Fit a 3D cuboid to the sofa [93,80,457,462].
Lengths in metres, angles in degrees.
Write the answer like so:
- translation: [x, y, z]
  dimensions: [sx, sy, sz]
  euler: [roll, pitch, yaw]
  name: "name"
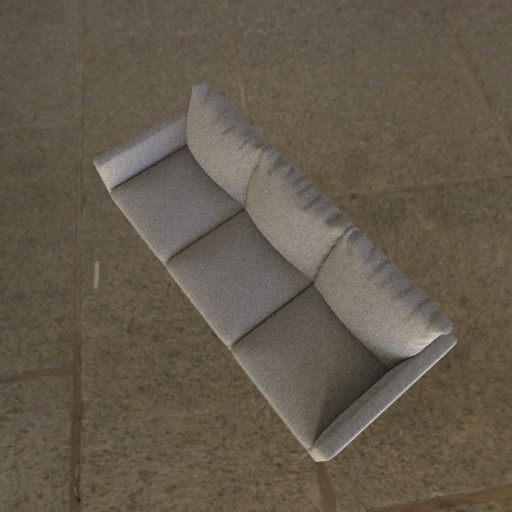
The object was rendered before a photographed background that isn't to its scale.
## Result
- translation: [0.000, 0.000, 2.439]
  dimensions: [0.850, 0.830, 2.000]
  euler: [-36, 69, -16]
  name: "sofa"
